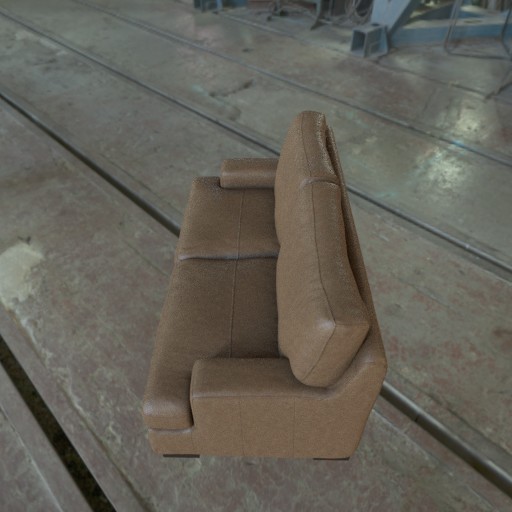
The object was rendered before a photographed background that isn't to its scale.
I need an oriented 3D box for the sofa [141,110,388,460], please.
[{"bbox_3d":[0.000,0.000,2.431,0.962,0.980,1.855,1,42,1],"label":"sofa"}]
